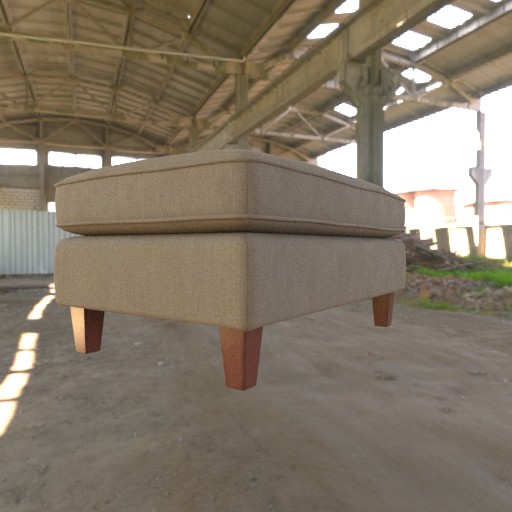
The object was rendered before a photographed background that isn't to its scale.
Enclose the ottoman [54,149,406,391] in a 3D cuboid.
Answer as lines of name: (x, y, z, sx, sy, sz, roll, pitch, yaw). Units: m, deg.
ottoman: (0.000, 0.000, 1.311, 0.636, 0.480, 0.941, 1, 2, 35)
